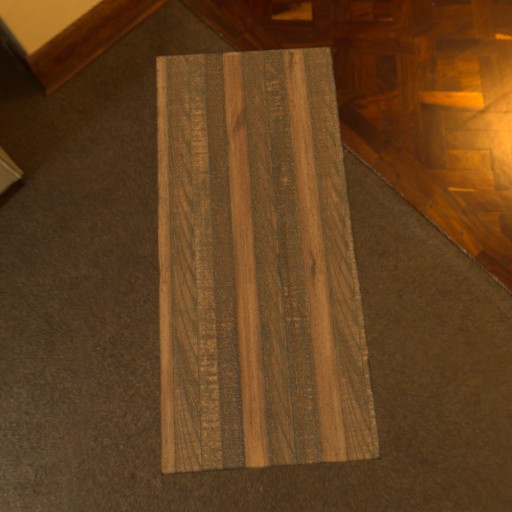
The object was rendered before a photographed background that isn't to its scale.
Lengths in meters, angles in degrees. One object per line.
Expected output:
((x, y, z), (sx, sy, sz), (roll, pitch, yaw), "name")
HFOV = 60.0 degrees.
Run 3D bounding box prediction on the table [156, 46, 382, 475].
((0.000, 0.000, 1.216), (0.452, 0.399, 0.990), (-4, 76, -1), "table")
